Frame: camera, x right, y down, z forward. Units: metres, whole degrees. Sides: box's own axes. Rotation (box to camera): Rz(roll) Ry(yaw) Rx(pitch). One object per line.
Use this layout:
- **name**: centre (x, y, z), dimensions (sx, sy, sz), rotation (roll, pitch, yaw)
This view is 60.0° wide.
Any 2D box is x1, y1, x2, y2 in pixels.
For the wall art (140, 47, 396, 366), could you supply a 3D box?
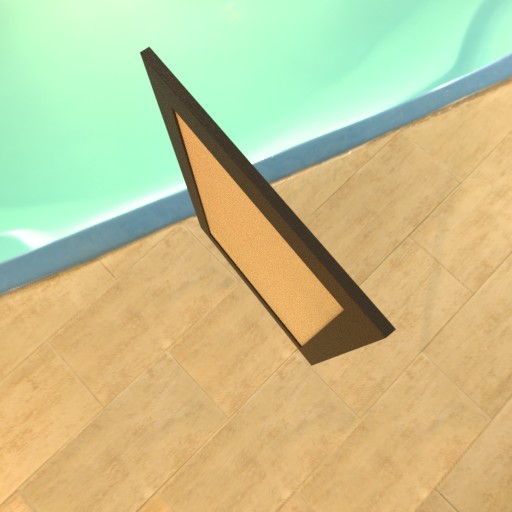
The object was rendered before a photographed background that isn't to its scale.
- **wall art**: centre (0.000, 0.000, 0.646), dimensions (0.013, 0.508, 0.359), rotation (-37, 77, -10)
